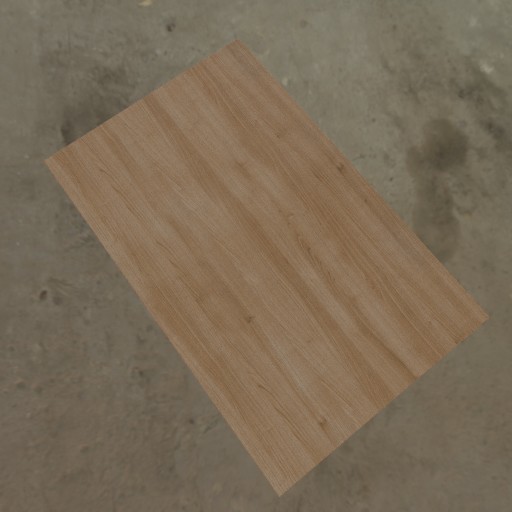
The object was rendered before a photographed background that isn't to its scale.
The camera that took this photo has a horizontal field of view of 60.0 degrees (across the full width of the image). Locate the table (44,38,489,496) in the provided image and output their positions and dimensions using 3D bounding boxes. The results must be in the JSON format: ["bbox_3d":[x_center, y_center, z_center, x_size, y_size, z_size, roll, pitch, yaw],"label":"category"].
[{"bbox_3d":[0.000,0.000,1.431,0.700,0.440,1.100,-36,78,-9],"label":"table"}]
